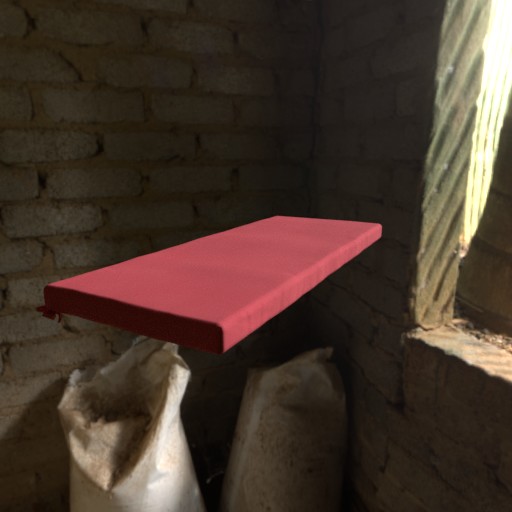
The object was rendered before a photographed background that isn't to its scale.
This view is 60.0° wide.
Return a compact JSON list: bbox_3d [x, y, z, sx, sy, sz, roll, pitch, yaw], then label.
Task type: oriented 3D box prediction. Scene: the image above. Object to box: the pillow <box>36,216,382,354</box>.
[{"bbox_3d":[0.000,0.000,1.331,0.492,0.081,1.187,7,16,28],"label":"pillow"}]
